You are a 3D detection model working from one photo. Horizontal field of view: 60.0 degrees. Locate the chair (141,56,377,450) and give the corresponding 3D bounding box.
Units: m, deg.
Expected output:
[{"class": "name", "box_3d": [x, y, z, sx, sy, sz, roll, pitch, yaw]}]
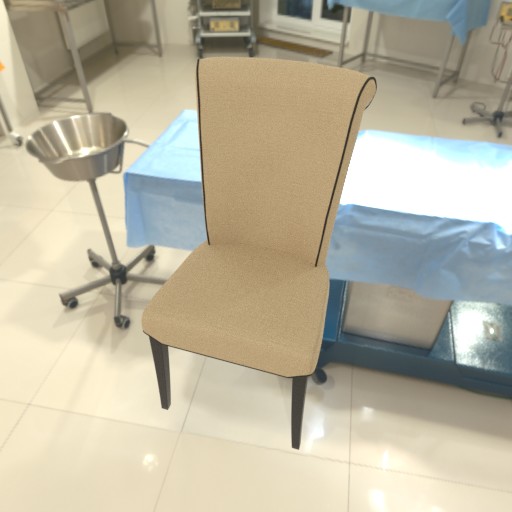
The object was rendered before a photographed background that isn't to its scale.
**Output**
[{"class": "chair", "box_3d": [0.000, 0.000, 1.368, 0.522, 0.997, 0.623, 12, 42, 13]}]
